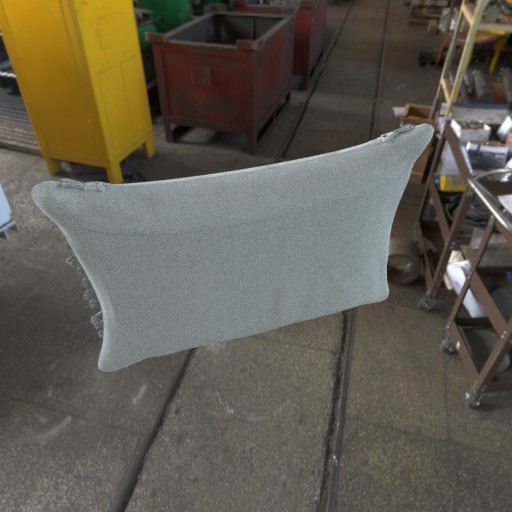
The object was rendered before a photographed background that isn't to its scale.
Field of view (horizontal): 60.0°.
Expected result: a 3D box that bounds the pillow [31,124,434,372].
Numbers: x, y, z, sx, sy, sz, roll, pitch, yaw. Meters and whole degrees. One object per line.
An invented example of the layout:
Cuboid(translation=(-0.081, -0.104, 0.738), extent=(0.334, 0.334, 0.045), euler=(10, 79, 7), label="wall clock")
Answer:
Cuboid(translation=(0.000, 0.000, 0.583), extent=(0.466, 0.305, 0.084), euler=(-12, 41, -15), label="pillow")
